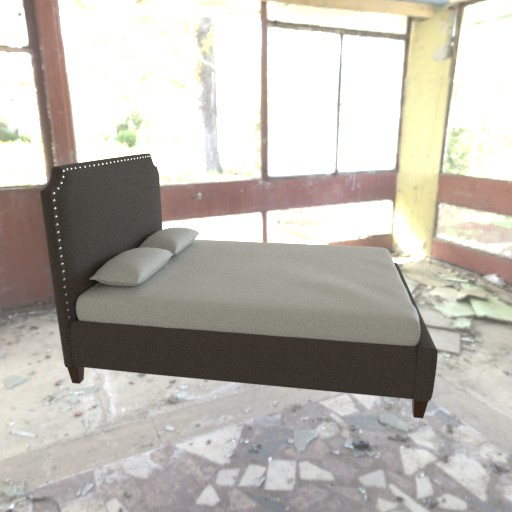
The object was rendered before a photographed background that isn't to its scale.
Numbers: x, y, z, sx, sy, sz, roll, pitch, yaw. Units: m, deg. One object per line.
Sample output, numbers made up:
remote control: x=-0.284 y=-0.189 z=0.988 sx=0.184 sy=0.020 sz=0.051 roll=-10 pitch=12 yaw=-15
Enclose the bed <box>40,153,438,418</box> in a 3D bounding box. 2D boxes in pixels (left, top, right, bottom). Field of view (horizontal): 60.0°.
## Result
bed: x=0.000 y=0.000 z=3.398 sx=2.372 sy=1.443 sz=1.713 roll=3 pitch=17 yaw=9
